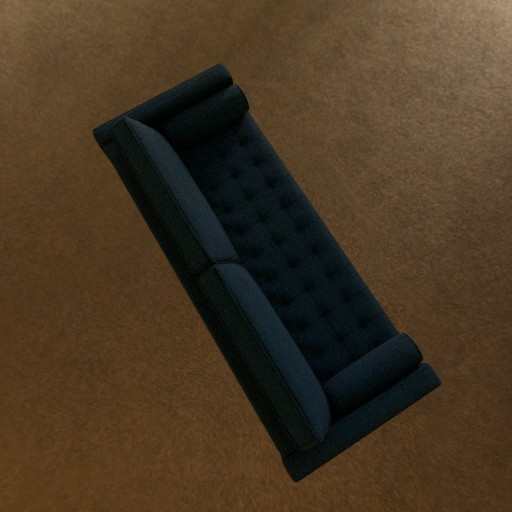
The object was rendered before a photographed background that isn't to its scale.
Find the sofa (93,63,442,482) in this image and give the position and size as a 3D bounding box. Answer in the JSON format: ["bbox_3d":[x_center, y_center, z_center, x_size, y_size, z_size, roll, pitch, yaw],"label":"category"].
[{"bbox_3d":[0.000,0.000,2.581,0.914,0.762,2.210,-31,78,-7],"label":"sofa"}]
